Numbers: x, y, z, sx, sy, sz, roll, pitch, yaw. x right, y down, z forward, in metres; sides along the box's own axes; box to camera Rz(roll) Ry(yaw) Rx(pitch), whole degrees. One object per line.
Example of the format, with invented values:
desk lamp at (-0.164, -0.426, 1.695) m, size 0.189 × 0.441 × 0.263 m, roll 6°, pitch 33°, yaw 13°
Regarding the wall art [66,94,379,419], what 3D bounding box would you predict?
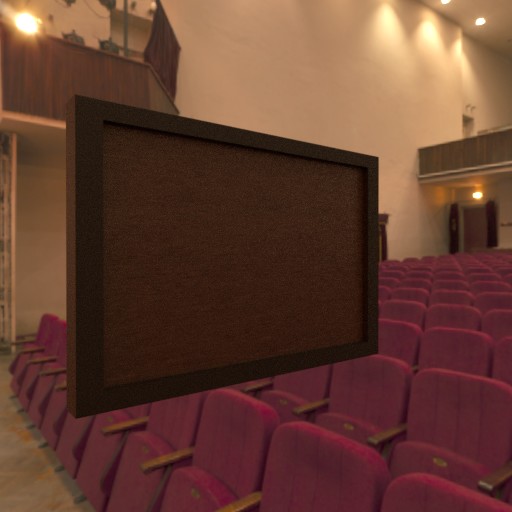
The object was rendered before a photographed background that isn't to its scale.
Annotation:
wall art at (0.000, 0.000, 0.842) m, size 0.671 × 0.456 × 0.051 m, roll 0°, pitch 0°, yaw -37°
